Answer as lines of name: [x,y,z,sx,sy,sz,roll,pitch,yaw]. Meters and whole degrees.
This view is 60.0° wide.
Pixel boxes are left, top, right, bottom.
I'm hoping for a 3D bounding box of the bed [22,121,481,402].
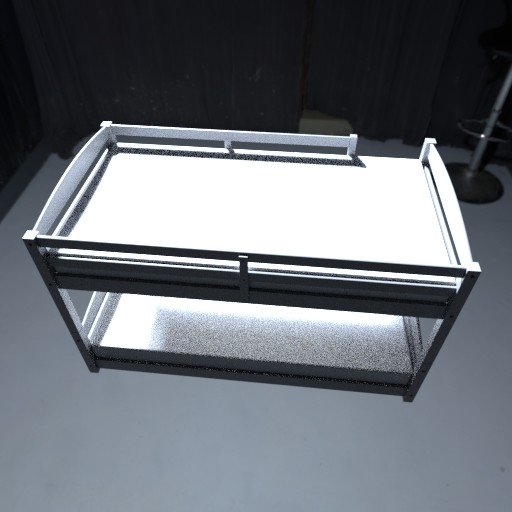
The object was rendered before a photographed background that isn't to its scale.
bed: [0.000,0.000,2.708,2.013,1.206,1.105,4,45,4]
